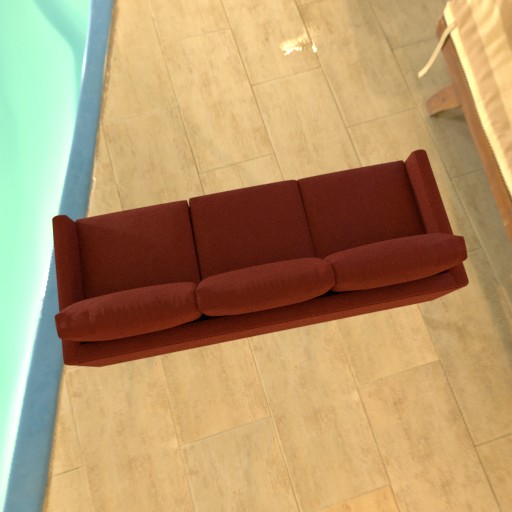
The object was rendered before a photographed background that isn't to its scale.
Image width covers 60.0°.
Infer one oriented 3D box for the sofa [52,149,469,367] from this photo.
[{"bbox_3d":[0.000,0.000,2.653,2.252,0.879,0.875,-11,75,-3],"label":"sofa"}]
